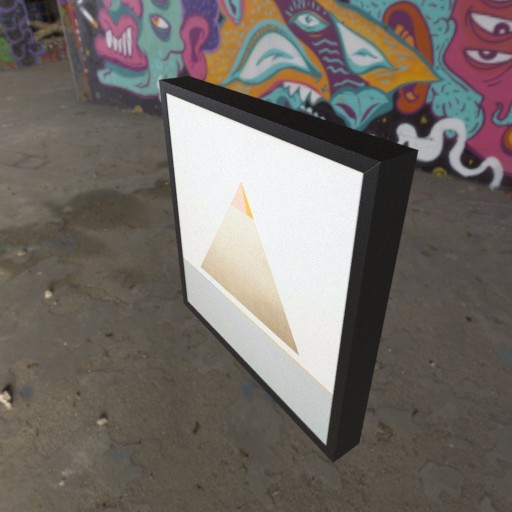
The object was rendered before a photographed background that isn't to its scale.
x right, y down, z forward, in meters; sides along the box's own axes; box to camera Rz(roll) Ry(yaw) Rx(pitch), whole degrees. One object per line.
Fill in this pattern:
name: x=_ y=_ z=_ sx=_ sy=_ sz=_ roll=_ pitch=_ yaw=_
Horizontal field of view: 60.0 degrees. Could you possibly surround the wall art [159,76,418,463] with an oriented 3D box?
wall art: x=0.000 y=0.000 z=0.459 sx=0.037 sy=0.303 sz=0.304 roll=-21 pitch=38 yaw=-30
